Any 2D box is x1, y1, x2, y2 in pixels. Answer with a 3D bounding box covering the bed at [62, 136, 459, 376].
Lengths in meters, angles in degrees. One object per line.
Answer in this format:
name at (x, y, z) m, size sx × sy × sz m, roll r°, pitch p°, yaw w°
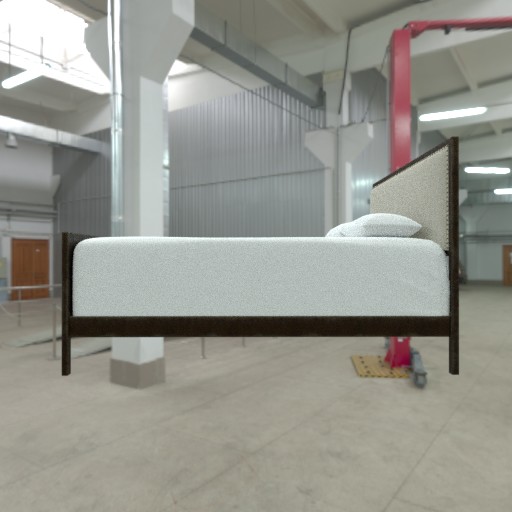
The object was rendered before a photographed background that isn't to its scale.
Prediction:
bed at (0.000, 0.000, 3.232) m, size 2.221 × 1.313 × 1.607 m, roll 0°, pitch 0°, yaw -1°
